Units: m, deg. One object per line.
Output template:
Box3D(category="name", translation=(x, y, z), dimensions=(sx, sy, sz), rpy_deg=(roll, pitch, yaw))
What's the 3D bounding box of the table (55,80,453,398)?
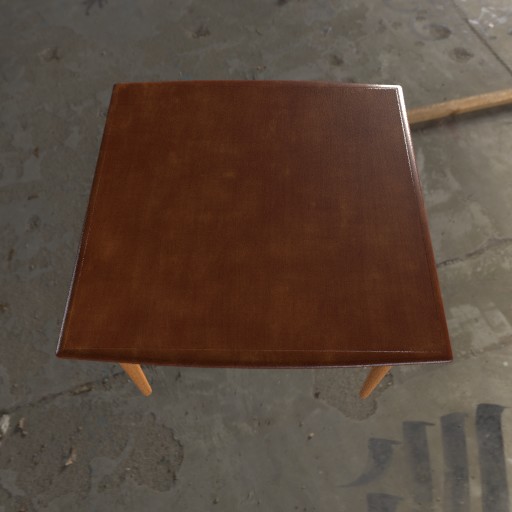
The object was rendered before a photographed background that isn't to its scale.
Box3D(category="table", translation=(0.000, 0.000, 1.638), dimensions=(0.991, 0.754, 0.991), rpy_deg=(1, 63, 0))
